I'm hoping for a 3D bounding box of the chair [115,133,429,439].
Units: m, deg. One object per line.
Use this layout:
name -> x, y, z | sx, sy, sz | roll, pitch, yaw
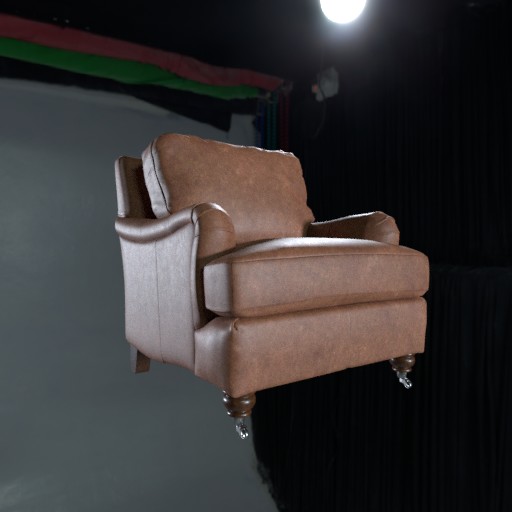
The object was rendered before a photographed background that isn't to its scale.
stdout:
chair -> 0.000, 0.000, 1.960 | 0.986, 1.055, 1.158 | -1, 2, -35
